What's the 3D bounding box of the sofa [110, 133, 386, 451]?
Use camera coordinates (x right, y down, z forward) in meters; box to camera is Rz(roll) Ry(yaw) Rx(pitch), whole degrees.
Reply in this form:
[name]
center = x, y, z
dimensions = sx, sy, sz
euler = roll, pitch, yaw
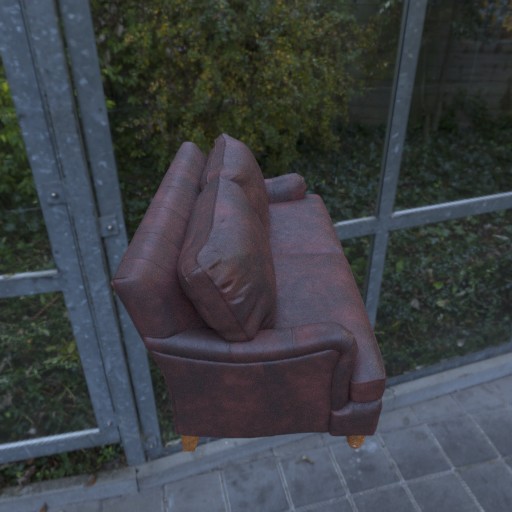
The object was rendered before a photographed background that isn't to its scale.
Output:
[sofa]
center = 0.000, 0.000, 2.785
dimensions = 1.147, 1.071, 2.144
euler = 0, 29, -1
